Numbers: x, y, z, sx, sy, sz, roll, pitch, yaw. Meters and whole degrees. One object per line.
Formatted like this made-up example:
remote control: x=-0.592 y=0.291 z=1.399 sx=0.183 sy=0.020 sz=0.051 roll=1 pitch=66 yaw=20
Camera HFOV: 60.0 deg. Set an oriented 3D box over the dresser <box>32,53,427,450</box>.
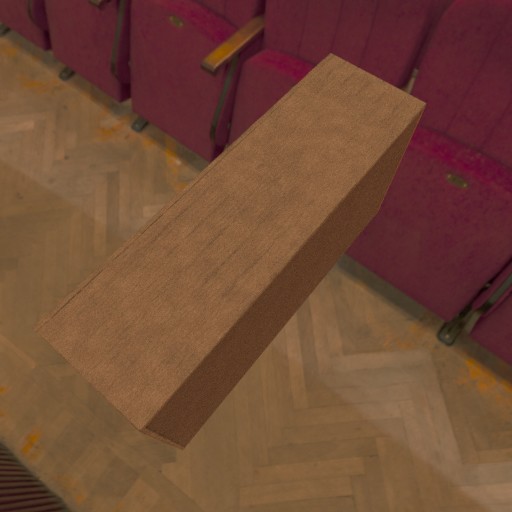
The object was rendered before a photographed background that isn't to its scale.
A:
dresser: x=0.000 y=0.000 z=2.000 sx=0.483 sy=0.889 sz=1.628 roll=36 pitch=69 yaw=17
